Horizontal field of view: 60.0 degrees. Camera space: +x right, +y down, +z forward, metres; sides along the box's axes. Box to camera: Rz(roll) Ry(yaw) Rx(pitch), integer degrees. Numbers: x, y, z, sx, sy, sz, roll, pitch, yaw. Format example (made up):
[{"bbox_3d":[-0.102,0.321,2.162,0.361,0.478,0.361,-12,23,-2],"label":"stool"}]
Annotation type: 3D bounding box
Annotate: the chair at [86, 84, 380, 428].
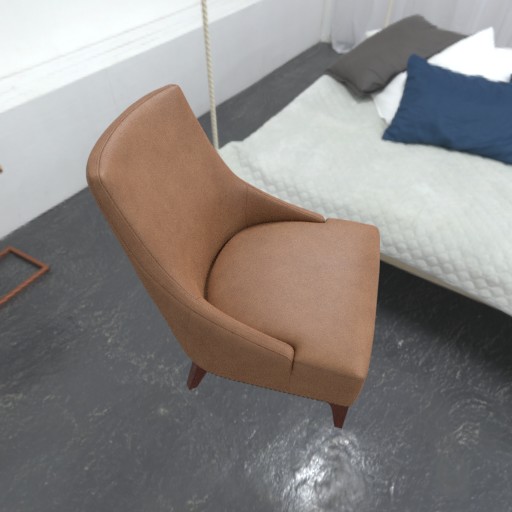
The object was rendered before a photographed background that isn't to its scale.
[{"bbox_3d":[0.000,0.000,1.520,0.861,0.909,0.701,10,47,10],"label":"chair"}]
